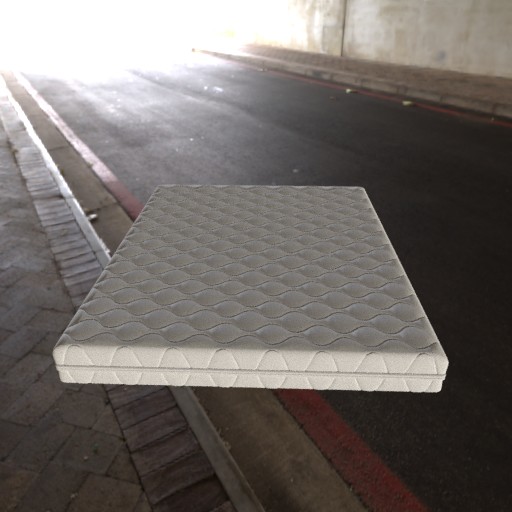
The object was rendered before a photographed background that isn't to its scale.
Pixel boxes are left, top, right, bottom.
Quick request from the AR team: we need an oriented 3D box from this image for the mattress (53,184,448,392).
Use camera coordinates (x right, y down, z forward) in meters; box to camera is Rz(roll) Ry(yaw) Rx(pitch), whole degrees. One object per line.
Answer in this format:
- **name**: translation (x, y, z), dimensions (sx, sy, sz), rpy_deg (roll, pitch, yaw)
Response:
- **mattress**: translation (0.000, 0.000, 2.622), dimensions (1.600, 0.200, 1.900), rpy_deg (1, 30, 2)
